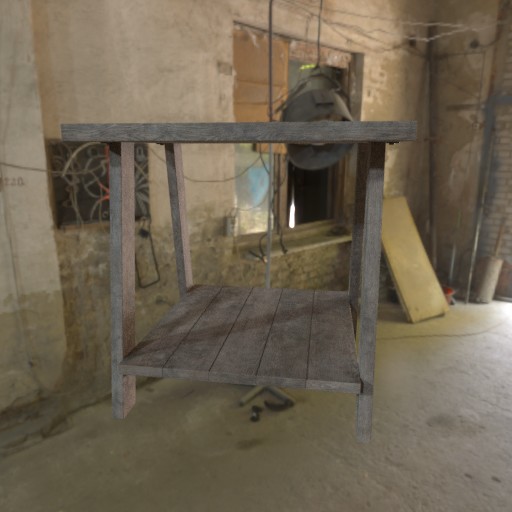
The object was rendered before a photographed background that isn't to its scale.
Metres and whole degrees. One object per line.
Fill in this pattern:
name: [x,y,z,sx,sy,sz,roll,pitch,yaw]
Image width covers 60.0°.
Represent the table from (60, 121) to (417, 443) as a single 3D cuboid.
table: [0.000,0.000,1.107,0.610,0.610,0.610,2,14,9]
